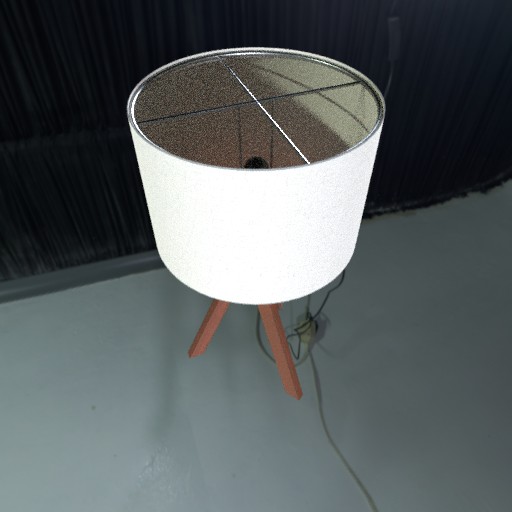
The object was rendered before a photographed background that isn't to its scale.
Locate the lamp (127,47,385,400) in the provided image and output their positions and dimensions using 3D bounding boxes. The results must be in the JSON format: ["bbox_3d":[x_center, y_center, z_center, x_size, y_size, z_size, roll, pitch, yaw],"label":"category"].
[{"bbox_3d":[0.000,0.000,0.910,0.380,0.686,0.380,-16,48,-15],"label":"lamp"}]
